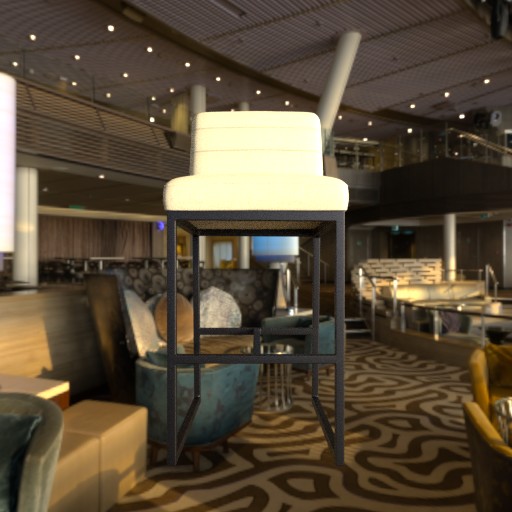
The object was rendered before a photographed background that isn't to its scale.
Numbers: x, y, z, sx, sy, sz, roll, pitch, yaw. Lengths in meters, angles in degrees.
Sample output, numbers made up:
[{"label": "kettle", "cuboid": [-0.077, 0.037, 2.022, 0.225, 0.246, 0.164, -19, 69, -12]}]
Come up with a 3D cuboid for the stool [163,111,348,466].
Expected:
[{"label": "stool", "cuboid": [0.000, 0.000, 1.351, 0.460, 1.040, 0.560, 0, 0, 0]}]
